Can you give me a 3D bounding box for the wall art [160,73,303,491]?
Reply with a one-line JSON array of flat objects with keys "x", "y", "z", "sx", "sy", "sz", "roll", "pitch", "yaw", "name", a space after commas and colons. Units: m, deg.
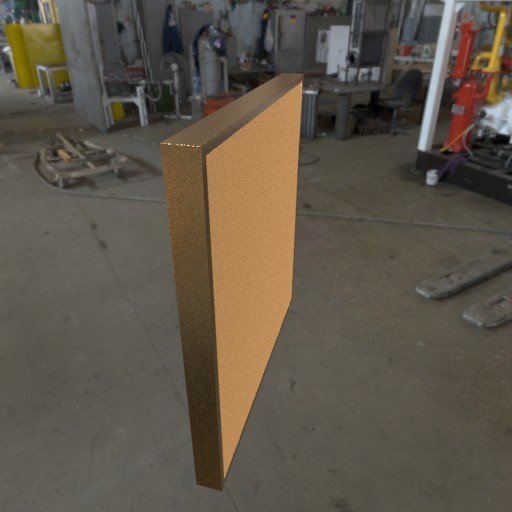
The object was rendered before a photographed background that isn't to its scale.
[{"x": 0.000, "y": 0.000, "z": 0.742, "sx": 0.040, "sy": 0.509, "sz": 0.509, "roll": 8, "pitch": 30, "yaw": 14, "name": "wall art"}]
